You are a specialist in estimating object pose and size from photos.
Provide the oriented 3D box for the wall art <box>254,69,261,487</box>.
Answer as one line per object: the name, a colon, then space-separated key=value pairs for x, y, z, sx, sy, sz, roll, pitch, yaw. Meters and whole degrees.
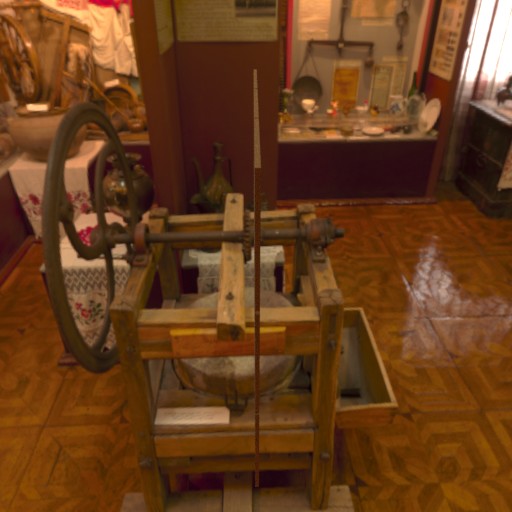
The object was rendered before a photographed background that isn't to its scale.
wall art: x=0.000 y=0.000 z=1.799 sx=0.013 sy=1.216 sz=1.216 roll=0 pitch=32 yaw=0
